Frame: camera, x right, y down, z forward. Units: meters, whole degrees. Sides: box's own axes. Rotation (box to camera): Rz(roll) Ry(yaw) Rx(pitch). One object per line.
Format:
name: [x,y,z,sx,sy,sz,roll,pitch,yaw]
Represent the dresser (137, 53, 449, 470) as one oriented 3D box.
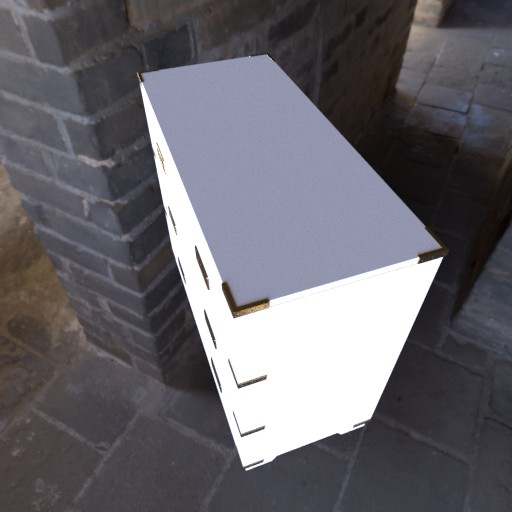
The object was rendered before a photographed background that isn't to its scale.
dresser: [0.000,0.000,1.494,0.460,0.891,1.022,-15,48,-13]
